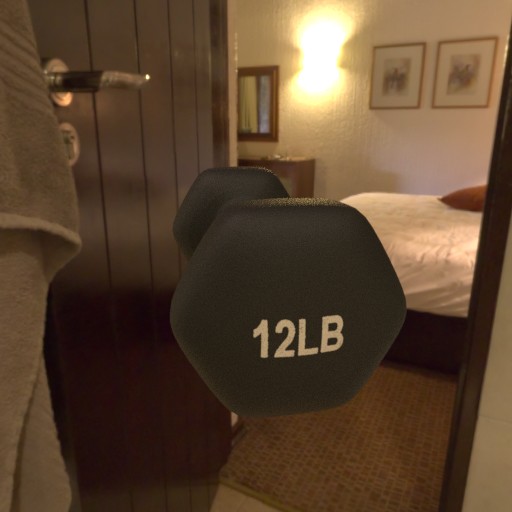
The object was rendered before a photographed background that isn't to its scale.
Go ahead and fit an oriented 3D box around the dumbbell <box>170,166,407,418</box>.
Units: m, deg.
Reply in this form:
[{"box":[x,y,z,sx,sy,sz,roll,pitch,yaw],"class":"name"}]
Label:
[{"box":[0.000,0.000,0.294,0.112,0.101,0.231,-3,16,-9],"class":"dumbbell"}]
